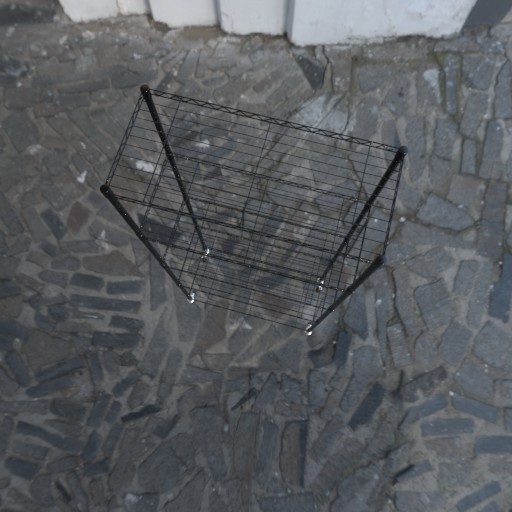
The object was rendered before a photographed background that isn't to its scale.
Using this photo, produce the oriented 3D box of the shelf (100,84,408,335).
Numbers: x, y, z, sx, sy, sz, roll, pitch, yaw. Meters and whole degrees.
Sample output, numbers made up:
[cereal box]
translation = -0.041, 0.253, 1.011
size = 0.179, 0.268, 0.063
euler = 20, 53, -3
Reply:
[shelf]
translation = 0.000, 0.000, 1.941
size = 0.762, 1.645, 0.356
euler = 15, 75, 4
